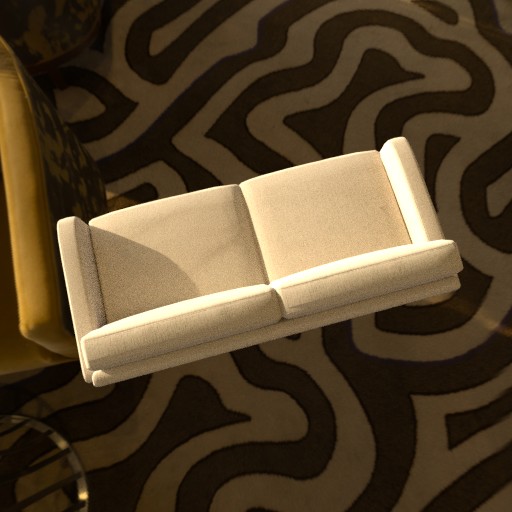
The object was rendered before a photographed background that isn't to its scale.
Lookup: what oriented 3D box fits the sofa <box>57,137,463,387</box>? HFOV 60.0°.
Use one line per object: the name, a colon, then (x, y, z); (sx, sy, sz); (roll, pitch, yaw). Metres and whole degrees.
sofa: (0.000, 0.000, 2.242); (1.808, 0.831, 0.894); (-14, 75, -4)
